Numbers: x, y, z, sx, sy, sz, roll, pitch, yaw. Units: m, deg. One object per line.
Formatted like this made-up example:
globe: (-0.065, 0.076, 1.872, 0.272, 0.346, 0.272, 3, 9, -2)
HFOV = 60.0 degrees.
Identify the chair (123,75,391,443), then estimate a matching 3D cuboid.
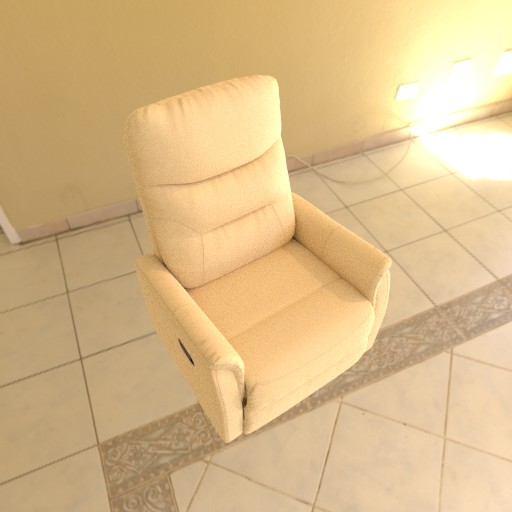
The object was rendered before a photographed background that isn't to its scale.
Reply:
chair: (0.000, 0.000, 1.659, 0.775, 1.082, 0.831, -26, 52, -22)
